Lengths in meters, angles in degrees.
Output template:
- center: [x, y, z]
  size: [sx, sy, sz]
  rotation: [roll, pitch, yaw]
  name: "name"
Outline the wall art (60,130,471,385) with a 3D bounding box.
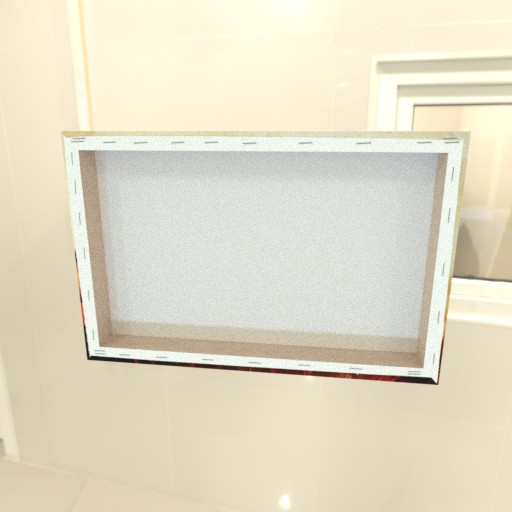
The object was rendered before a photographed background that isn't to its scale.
- center: [0.000, 0.000, 0.462]
  size: [0.383, 0.251, 0.037]
  rotation: [2, 16, 7]
  name: "wall art"
